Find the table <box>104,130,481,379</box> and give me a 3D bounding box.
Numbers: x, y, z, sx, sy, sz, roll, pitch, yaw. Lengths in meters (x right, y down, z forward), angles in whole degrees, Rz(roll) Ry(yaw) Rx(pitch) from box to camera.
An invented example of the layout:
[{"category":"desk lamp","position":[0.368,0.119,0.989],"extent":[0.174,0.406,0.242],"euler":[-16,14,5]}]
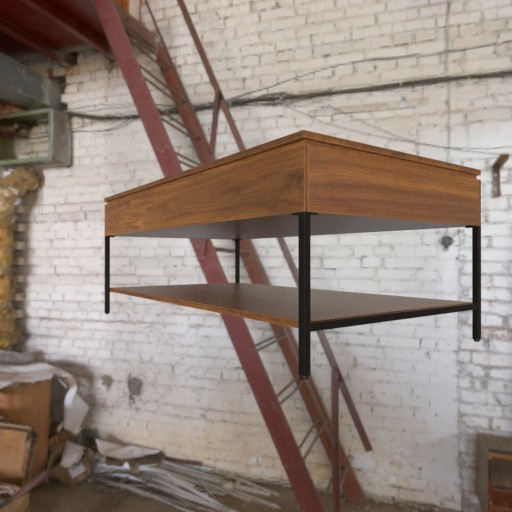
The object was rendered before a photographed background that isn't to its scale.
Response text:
[{"category":"table","position":[0.000,0.000,1.327],"extent":[0.574,0.414,1.057],"euler":[0,0,-36]}]
